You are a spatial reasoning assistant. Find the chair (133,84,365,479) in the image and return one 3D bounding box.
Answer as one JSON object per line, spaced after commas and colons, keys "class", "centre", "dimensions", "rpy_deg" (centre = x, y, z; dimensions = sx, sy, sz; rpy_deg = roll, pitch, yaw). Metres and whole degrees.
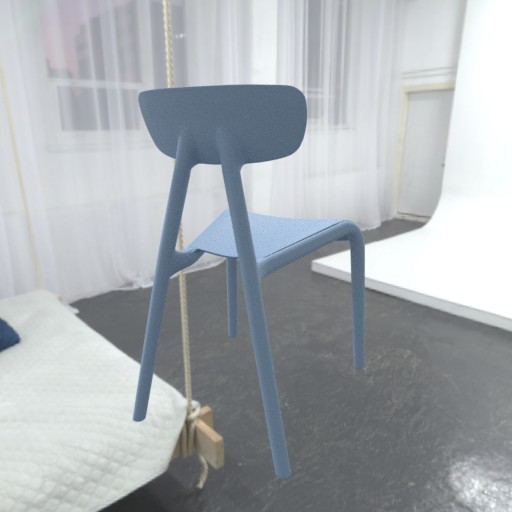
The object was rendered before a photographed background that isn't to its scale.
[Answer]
{"class": "chair", "centre": [0.000, 0.000, 0.843], "dimensions": [0.356, 0.580, 0.401], "rpy_deg": [8, 18, 27]}
